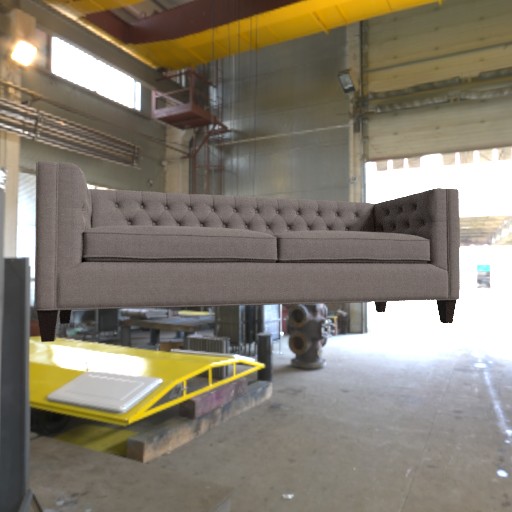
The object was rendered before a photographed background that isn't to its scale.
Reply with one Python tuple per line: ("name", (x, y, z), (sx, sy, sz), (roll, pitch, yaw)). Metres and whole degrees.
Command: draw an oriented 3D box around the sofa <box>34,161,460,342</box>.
("sofa", (0.000, 0.000, 2.516), (2.159, 0.762, 0.775), (1, -2, -17))
